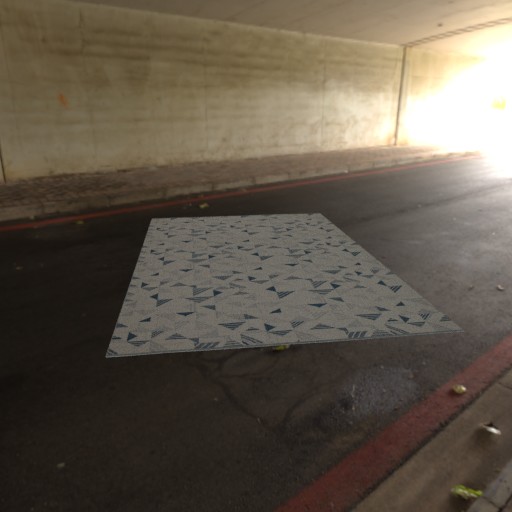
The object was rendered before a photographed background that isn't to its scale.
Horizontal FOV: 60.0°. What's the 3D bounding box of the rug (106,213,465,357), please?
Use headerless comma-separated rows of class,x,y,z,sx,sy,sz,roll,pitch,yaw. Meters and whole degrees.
rug,0.000,0.000,2.316,1.206,0.003,1.835,-3,19,-8
